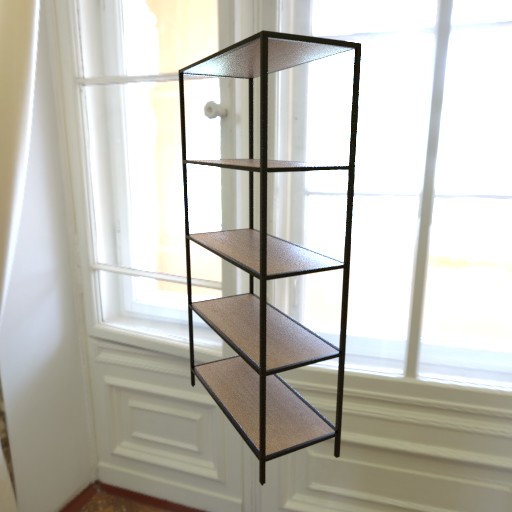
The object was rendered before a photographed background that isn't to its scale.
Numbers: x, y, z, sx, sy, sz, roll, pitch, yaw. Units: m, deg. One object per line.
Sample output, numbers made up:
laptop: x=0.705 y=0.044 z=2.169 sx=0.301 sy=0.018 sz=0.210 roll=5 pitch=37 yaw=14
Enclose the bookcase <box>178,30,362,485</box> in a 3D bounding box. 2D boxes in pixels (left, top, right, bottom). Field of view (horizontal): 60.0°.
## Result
bookcase: x=0.000 y=0.000 z=1.816 sx=0.350 sy=1.500 sz=0.770 roll=-7 pitch=16 yaw=-26
